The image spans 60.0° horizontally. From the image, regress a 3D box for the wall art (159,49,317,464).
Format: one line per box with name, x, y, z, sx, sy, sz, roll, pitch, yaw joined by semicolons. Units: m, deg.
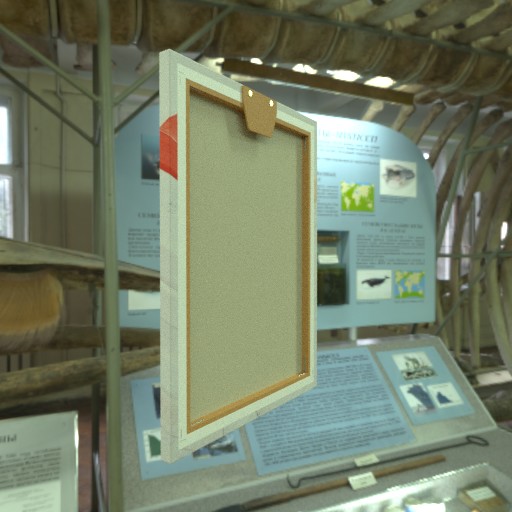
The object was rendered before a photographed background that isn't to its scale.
wall art;0.000;0.000;1.396;0.045;1.014;0.759;1;1;36
